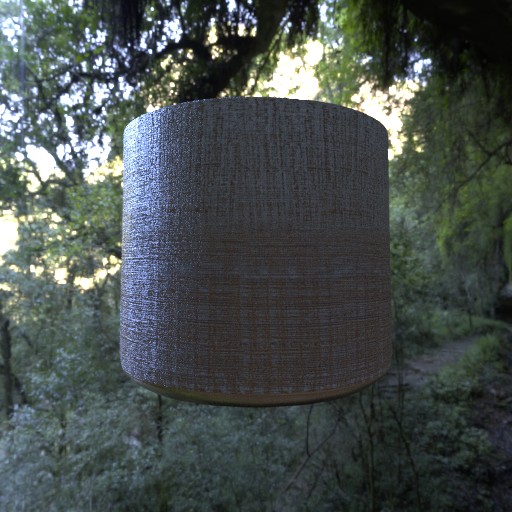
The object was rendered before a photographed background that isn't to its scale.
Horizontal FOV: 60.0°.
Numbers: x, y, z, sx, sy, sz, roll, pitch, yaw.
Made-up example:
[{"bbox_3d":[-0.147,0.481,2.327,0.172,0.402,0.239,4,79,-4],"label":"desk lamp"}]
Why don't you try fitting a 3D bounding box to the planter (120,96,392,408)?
[{"bbox_3d":[0.000,0.000,0.186,0.109,0.096,0.109,0,-1,0],"label":"planter"}]
